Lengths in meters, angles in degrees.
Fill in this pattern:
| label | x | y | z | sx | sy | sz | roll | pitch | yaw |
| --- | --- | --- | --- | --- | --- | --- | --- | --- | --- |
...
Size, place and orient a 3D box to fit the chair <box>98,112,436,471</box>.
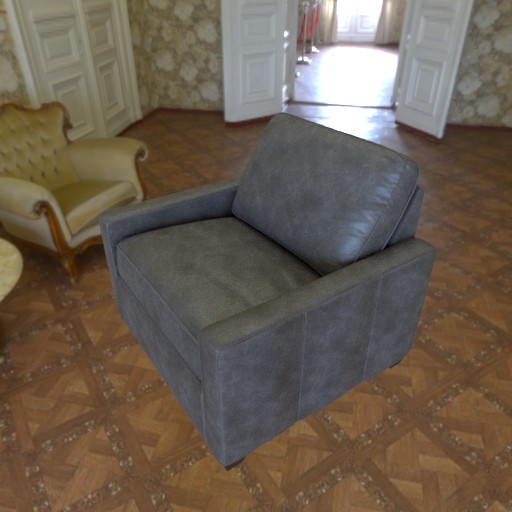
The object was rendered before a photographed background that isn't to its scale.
| label | x | y | z | sx | sy | sz | roll | pitch | yaw |
| --- | --- | --- | --- | --- | --- | --- | --- | --- | --- |
| chair | 0.000 | 0.000 | 1.776 | 0.939 | 0.916 | 1.006 | -20 | 38 | -29 |
